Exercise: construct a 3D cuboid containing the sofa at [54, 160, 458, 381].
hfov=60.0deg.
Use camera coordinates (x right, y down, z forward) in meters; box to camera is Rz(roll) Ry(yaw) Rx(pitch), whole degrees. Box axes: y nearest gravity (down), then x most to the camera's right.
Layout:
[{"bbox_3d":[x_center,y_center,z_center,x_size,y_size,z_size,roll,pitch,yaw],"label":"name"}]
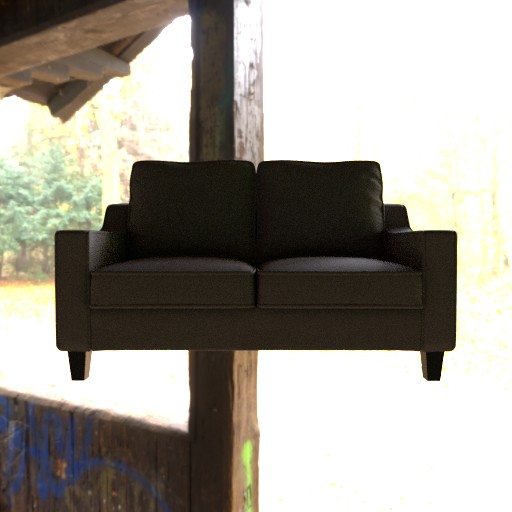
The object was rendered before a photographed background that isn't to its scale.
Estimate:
[{"bbox_3d":[0.000,0.000,1.998,1.500,0.948,0.791,0,1,0],"label":"sofa"}]
